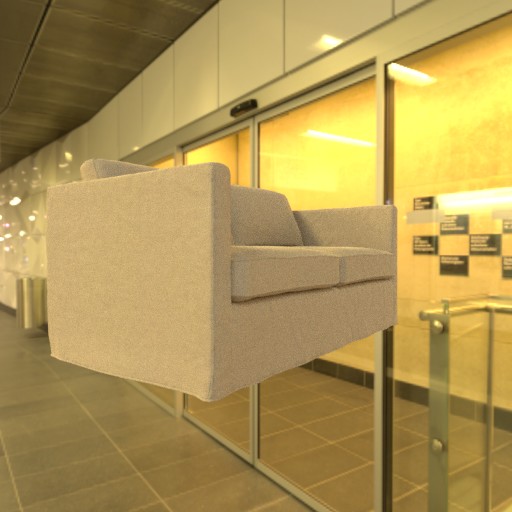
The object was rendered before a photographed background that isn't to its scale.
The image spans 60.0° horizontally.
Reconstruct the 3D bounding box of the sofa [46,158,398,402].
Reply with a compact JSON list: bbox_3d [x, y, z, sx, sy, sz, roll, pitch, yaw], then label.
[{"bbox_3d":[0.000,0.000,2.250,0.962,0.835,1.719,1,1,36],"label":"sofa"}]
